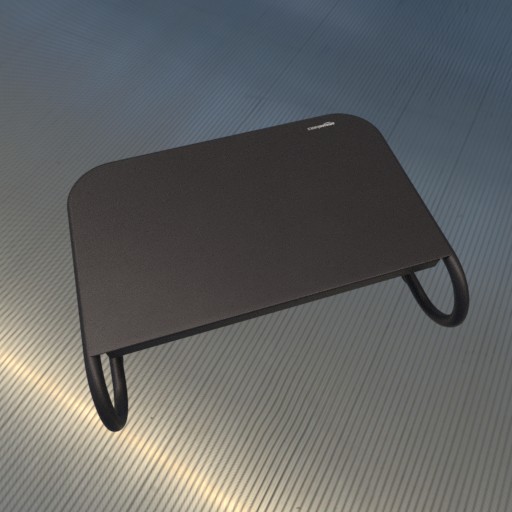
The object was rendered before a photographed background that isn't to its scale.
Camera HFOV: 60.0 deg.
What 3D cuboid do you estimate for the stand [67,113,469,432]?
[{"bbox_3d":[0.000,0.000,0.500,0.370,0.108,0.280,-15,61,-8],"label":"stand"}]
